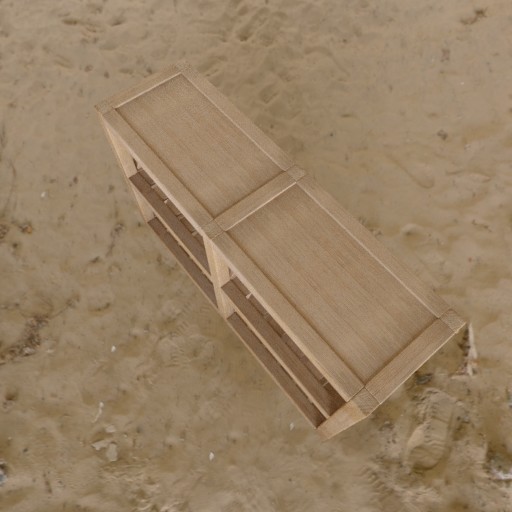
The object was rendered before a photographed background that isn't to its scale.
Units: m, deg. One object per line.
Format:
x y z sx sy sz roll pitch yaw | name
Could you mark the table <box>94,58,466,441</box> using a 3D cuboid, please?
0.000 0.000 1.690 0.381 0.762 1.320 -36 69 -17 | table
